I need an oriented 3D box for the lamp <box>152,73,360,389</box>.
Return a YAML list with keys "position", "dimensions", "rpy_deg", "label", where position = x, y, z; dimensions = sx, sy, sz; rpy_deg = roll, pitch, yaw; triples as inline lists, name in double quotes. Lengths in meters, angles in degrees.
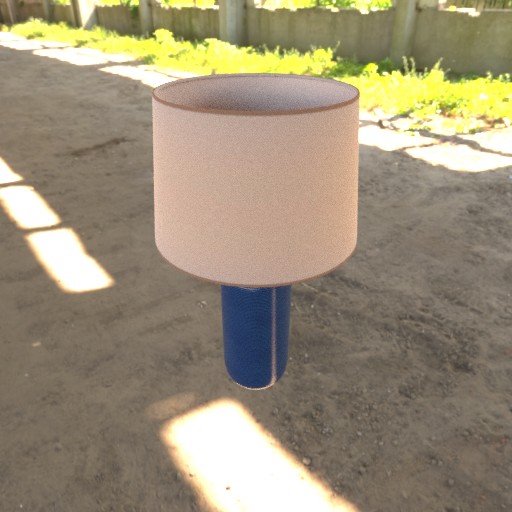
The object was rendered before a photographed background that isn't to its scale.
- position: [0.000, 0.000, 0.848]
  dimensions: [0.367, 0.609, 0.367]
  rpy_deg: [0, 30, 0]
  label: "lamp"
